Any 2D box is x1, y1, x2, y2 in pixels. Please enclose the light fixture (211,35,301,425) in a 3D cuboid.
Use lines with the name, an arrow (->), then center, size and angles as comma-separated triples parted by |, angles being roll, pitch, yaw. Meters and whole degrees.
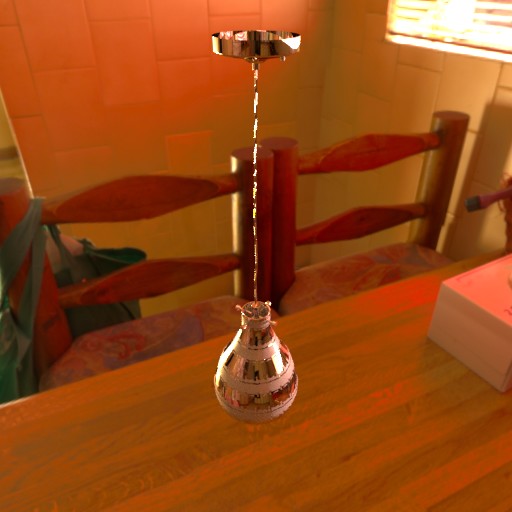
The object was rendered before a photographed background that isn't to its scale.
light fixture -> 0.000, 0.000, 1.624 | 0.374, 1.457, 0.374 | 20, 37, 28
